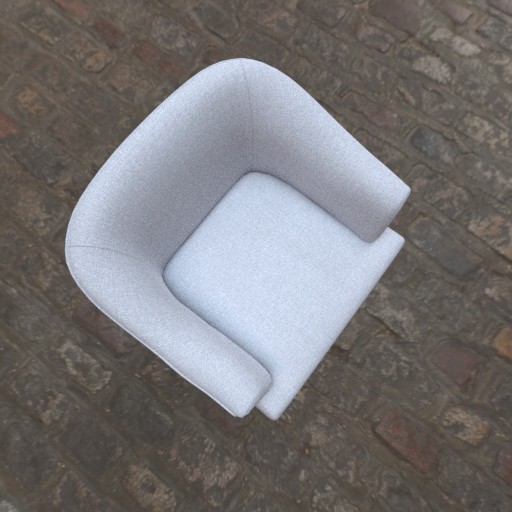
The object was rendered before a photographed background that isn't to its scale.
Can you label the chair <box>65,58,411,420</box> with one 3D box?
[{"bbox_3d":[0.000,0.000,1.387,0.704,0.815,0.798,37,78,9],"label":"chair"}]
